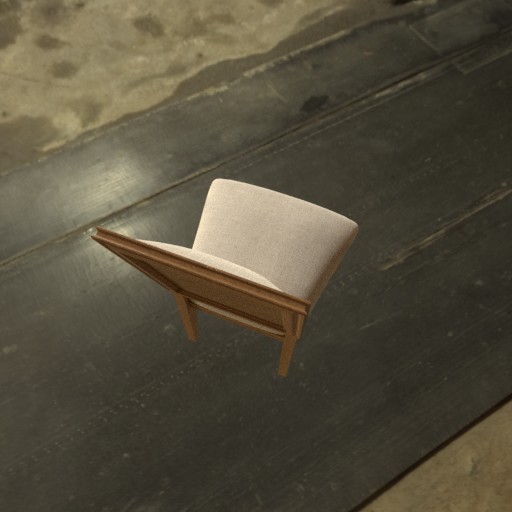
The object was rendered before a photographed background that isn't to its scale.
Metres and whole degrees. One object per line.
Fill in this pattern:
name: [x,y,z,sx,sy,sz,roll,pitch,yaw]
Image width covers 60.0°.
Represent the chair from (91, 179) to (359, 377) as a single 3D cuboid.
chair: [0.000,0.000,1.335,0.536,0.988,0.601,19,65,9]
